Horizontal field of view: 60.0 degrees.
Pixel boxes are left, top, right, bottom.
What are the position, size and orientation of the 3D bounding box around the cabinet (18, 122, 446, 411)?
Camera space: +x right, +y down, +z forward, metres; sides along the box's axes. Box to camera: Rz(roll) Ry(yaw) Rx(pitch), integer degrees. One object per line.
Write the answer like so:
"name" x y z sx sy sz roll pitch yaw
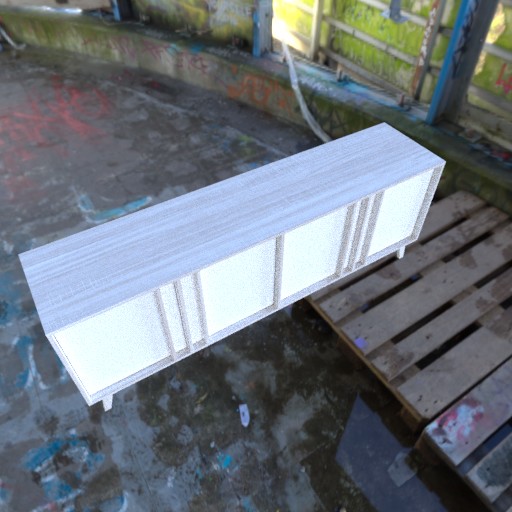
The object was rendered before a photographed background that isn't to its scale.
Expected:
"cabinet" 0.000 0.000 2.524 2.200 0.780 0.500 -24 51 -21
